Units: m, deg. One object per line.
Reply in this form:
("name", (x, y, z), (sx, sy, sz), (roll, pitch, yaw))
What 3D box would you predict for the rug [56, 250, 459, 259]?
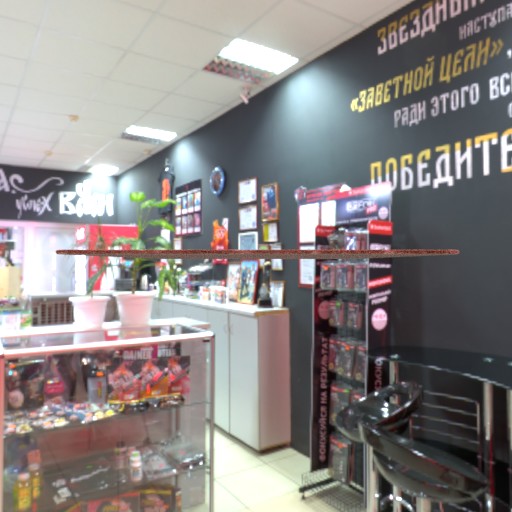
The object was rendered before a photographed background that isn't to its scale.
("rug", (0.000, 0.000, 4.173), (2.438, 0.029, 3.047), (0, -1, 0))
